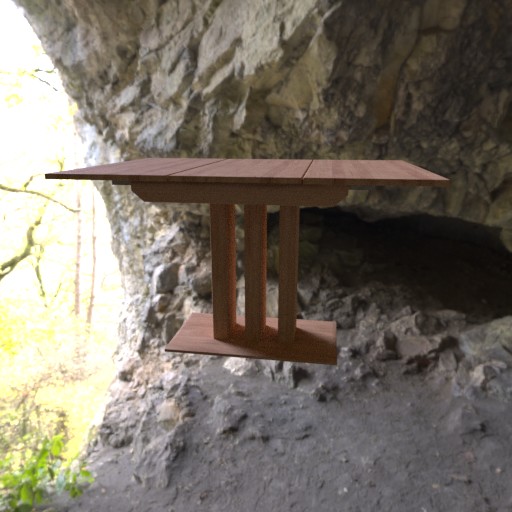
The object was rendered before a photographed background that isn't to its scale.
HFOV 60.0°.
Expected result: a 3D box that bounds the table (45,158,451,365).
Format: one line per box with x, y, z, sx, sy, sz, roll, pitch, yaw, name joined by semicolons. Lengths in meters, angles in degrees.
0.000;0.000;1.924;1.300;0.770;0.900;3;16;9;table
